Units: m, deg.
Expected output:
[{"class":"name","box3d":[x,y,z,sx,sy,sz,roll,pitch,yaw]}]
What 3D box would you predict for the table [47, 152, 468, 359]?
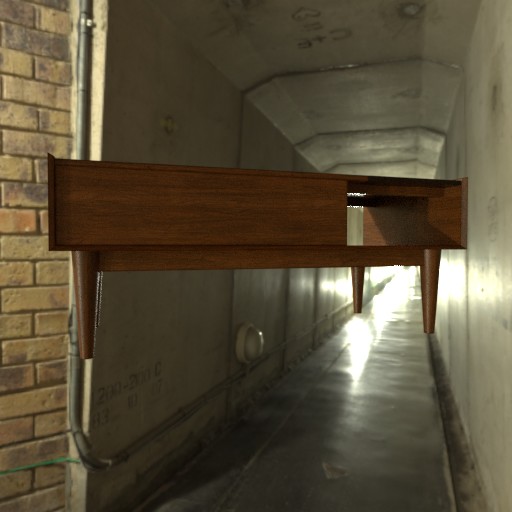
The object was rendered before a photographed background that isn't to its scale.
[{"class":"table","box3d":[0.000,0.000,1.519,1.221,0.508,0.610,0,2,-18]}]
